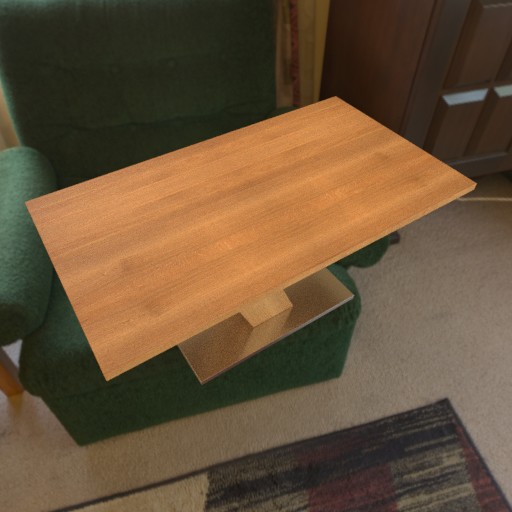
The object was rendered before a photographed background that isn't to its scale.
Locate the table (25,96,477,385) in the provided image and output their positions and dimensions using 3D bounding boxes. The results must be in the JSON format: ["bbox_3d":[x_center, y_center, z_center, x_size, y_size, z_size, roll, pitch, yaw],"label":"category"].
[{"bbox_3d":[0.000,0.000,2.069,1.600,0.750,0.900,-25,52,-22],"label":"table"}]
